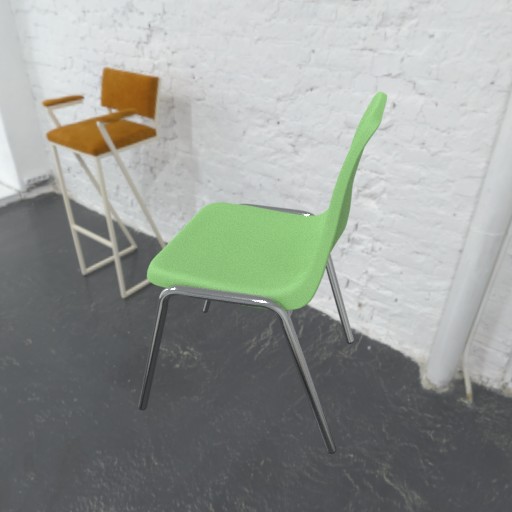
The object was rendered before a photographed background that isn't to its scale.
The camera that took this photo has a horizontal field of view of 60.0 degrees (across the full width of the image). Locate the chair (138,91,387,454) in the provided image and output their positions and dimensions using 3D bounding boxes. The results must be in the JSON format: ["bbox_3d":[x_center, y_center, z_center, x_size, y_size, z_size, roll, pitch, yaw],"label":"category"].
[{"bbox_3d":[0.000,0.000,0.915,0.436,0.653,0.381,9,32,14],"label":"chair"}]
